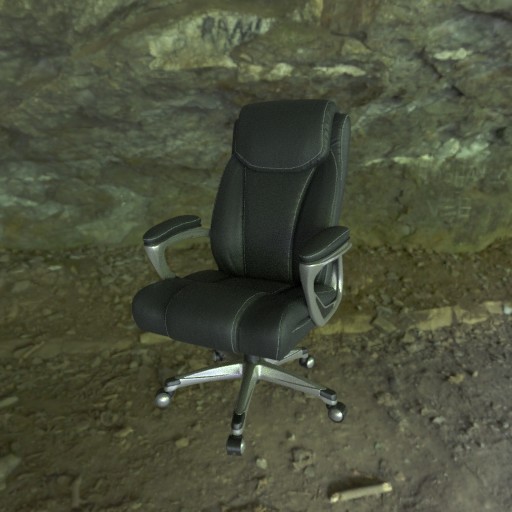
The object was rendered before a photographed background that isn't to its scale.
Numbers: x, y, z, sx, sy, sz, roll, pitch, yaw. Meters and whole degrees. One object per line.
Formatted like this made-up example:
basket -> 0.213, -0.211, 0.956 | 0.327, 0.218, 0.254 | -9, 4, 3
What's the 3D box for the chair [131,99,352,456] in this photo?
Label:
chair -> 0.000, 0.000, 1.661 | 0.741, 1.167, 0.784 | 6, 15, 26
